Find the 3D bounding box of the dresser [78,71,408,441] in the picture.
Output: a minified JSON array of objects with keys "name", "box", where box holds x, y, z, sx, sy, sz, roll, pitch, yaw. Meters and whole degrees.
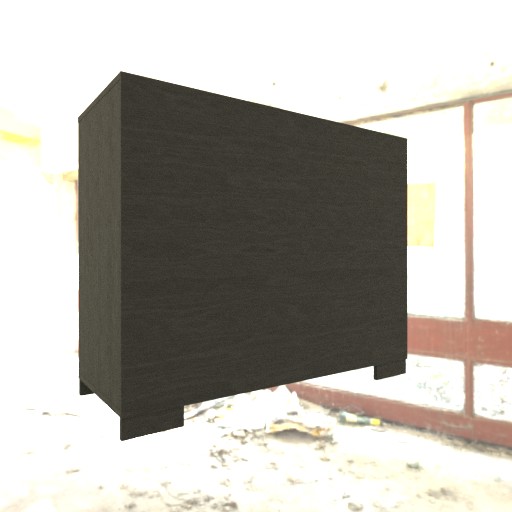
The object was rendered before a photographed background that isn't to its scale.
[{"name":"dresser","box":[0.000,0.000,1.418,0.994,0.816,0.404,0,0,-34]}]
